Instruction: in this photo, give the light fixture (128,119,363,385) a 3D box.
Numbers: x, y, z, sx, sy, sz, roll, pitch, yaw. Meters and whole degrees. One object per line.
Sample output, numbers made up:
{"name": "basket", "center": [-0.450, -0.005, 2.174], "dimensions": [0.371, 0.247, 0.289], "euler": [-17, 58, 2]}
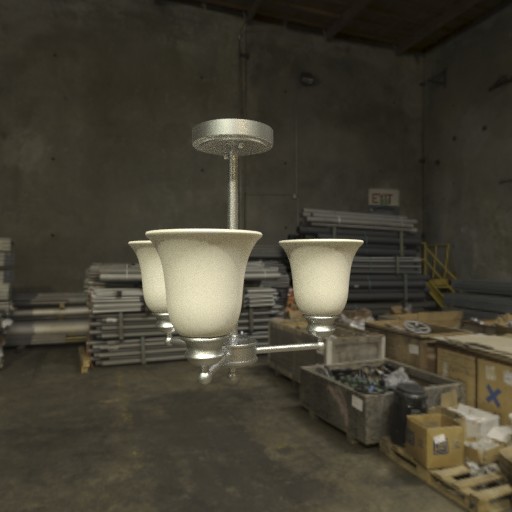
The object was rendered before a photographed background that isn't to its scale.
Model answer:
{"name": "light fixture", "center": [0.000, 0.000, 0.671], "dimensions": [0.354, 0.370, 0.388], "euler": [0, -1, -20]}
